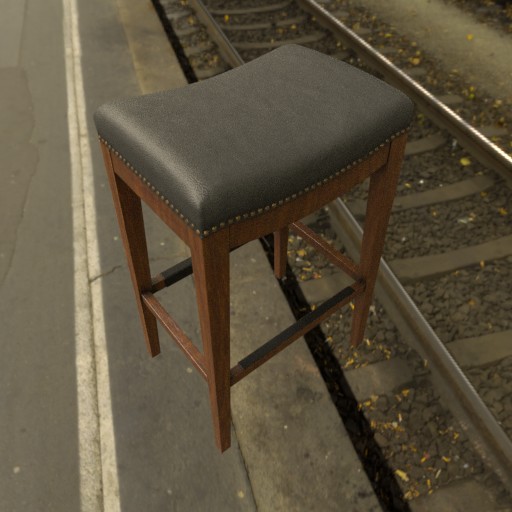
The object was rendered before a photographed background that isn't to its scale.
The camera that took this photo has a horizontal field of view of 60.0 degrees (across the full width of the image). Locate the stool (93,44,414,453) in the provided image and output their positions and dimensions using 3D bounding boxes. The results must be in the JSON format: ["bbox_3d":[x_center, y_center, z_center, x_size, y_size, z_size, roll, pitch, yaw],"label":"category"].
[{"bbox_3d":[0.000,0.000,1.002,0.500,0.765,0.361,-30,53,-26],"label":"stool"}]
